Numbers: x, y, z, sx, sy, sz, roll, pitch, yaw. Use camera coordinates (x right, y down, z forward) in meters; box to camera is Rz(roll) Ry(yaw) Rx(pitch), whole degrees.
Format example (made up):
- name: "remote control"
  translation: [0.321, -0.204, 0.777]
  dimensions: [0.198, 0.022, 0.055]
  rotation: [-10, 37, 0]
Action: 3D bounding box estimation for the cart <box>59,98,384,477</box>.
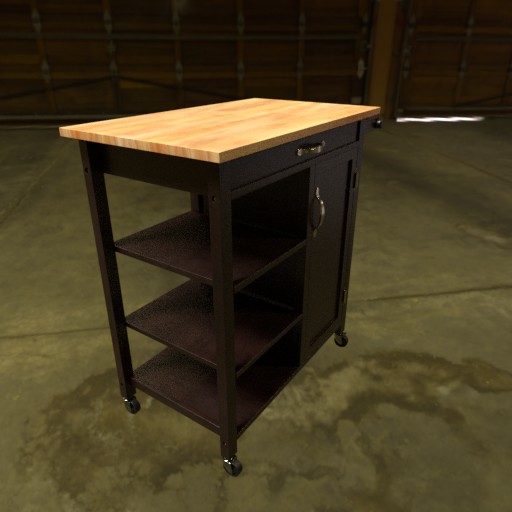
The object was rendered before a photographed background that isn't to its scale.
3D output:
- name: "cart"
  translation: [0.000, 0.000, 1.421]
  dimensions: [0.472, 0.878, 0.914]
  rotation: [16, 30, 31]
